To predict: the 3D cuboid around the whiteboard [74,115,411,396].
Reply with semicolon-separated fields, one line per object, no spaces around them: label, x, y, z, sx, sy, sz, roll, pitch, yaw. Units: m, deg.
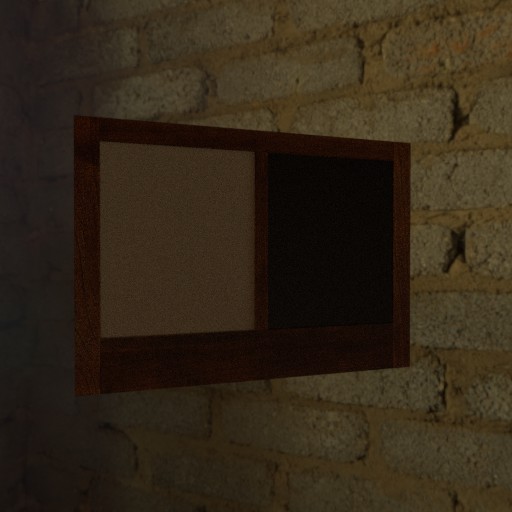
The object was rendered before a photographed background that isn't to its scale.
whiteboard;0.000;0.000;1.018;0.768;0.553;0.083;0;1;-17
